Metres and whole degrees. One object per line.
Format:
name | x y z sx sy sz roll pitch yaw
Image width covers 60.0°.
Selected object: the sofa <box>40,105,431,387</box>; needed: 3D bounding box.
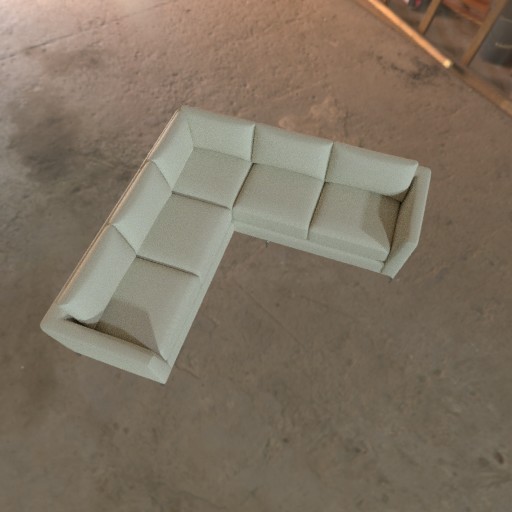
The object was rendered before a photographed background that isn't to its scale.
sofa | 0.000 0.000 3.725 2.448 0.867 2.430 17 60 10
